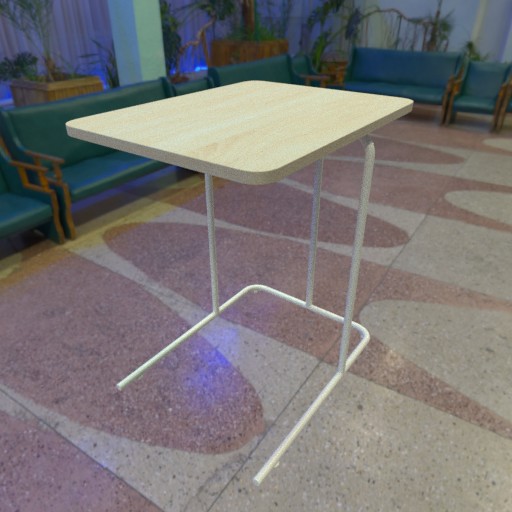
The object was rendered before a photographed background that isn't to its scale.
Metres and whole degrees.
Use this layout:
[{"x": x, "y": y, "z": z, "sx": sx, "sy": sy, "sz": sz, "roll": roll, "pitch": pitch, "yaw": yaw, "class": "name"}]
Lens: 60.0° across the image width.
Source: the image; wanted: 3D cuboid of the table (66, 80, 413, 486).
[{"x": 0.000, "y": 0.000, "z": 0.860, "sx": 0.370, "sy": 0.550, "sz": 0.480, "roll": 20, "pitch": 36, "yaw": 31, "class": "table"}]
